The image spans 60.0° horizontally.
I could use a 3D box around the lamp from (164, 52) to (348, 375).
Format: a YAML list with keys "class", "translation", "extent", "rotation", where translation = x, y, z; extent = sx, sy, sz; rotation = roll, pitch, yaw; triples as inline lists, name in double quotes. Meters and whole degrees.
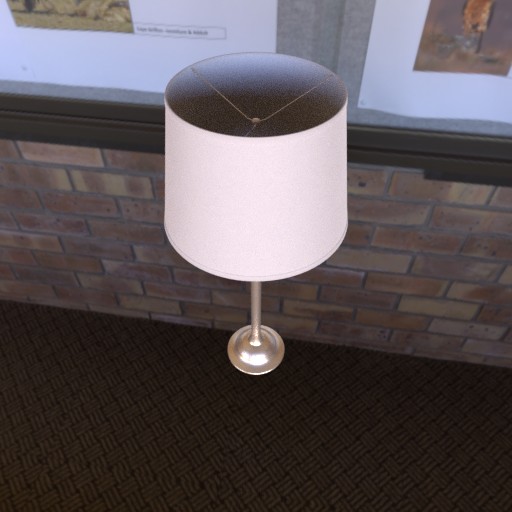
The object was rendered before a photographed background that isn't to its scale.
- class: "lamp"
  translation: [0.000, 0.000, 0.891]
  extent: [0.331, 0.698, 0.331]
  rotation: [0, 46, 0]
